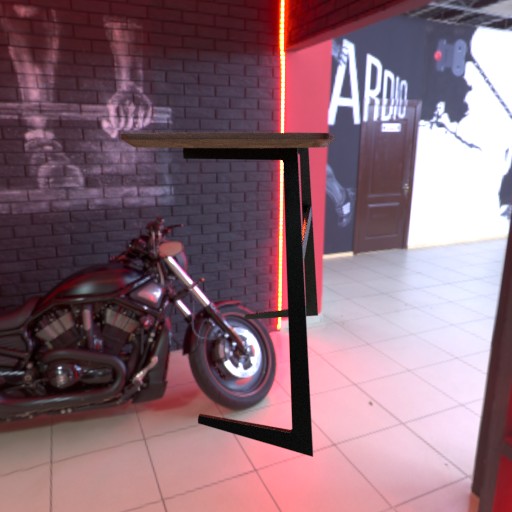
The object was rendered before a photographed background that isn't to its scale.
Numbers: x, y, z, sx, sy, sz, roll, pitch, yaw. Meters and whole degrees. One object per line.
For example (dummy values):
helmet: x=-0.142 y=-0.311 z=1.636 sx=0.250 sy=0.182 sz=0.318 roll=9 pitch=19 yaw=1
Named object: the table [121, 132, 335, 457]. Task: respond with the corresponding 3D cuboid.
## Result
table: x=0.000 y=0.000 z=1.107 sx=0.361 sy=0.576 sz=0.804 roll=2 pitch=14 yaw=8
